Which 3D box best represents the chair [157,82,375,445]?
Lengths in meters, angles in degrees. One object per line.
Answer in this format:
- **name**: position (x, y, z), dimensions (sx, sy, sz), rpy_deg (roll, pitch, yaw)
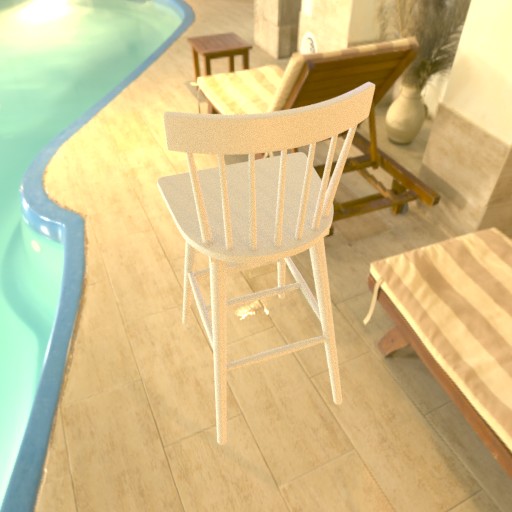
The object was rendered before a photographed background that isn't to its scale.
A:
- **chair**: position (0.000, 0.000, 1.372), dimensions (0.483, 1.092, 0.572), rpy_deg (-13, 44, -14)
